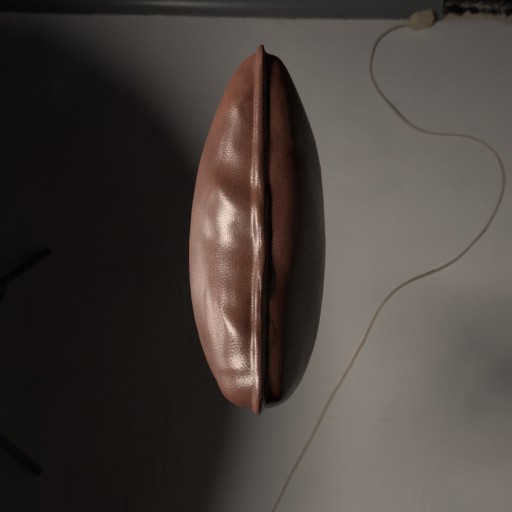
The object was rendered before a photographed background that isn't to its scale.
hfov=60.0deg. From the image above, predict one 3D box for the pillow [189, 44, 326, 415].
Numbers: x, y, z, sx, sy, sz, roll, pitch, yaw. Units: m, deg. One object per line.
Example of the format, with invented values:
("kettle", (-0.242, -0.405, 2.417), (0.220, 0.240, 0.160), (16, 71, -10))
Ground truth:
("pillow", (0.000, 0.000, 0.825), (0.236, 0.523, 0.532), (0, 76, 0))
